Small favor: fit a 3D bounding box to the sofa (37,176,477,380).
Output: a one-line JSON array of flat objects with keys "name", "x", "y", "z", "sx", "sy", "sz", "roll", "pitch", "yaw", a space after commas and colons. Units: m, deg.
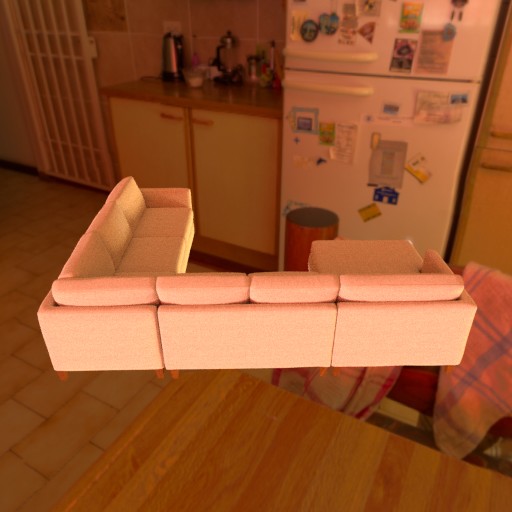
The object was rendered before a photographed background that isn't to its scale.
[{"name": "sofa", "x": 0.000, "y": 0.000, "z": 4.644, "sx": 3.460, "sy": 0.961, "sz": 2.594, "roll": -1, "pitch": 30, "yaw": -1}]
